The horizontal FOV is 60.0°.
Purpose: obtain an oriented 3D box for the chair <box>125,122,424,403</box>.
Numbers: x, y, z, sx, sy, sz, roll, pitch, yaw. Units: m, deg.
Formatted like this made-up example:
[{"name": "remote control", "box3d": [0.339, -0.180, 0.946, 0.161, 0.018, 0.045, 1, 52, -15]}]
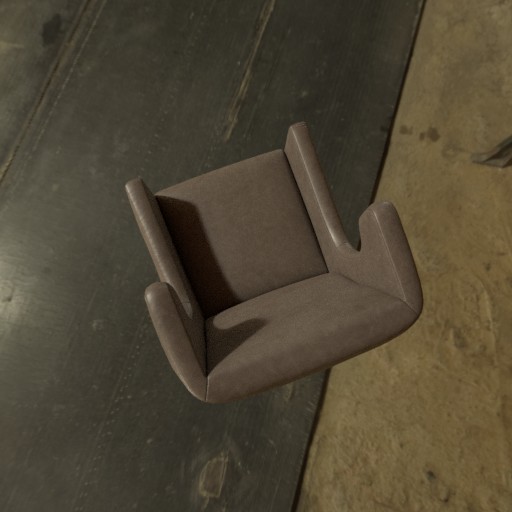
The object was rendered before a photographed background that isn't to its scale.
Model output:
[{"name": "chair", "box3d": [0.000, 0.000, 1.671, 0.769, 1.079, 0.899, -20, 77, -5]}]
